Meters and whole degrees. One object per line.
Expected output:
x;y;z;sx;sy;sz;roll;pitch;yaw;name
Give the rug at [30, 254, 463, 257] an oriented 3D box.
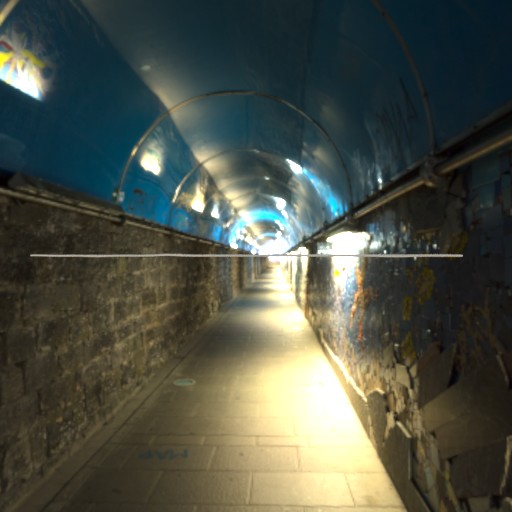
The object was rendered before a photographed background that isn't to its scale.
0.000;0.000;3.081;2.444;0.023;1.531;0;0;18;rug
